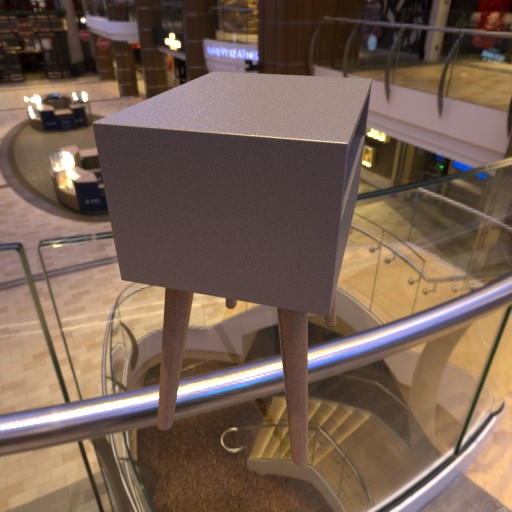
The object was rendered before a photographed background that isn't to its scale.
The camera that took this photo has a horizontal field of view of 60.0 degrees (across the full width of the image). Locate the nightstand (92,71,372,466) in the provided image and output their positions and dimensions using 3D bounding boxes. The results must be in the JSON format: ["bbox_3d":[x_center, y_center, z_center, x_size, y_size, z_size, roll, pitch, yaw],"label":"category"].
[{"bbox_3d":[0.000,0.000,0.734,0.288,0.508,0.370,8,32,14],"label":"nightstand"}]
